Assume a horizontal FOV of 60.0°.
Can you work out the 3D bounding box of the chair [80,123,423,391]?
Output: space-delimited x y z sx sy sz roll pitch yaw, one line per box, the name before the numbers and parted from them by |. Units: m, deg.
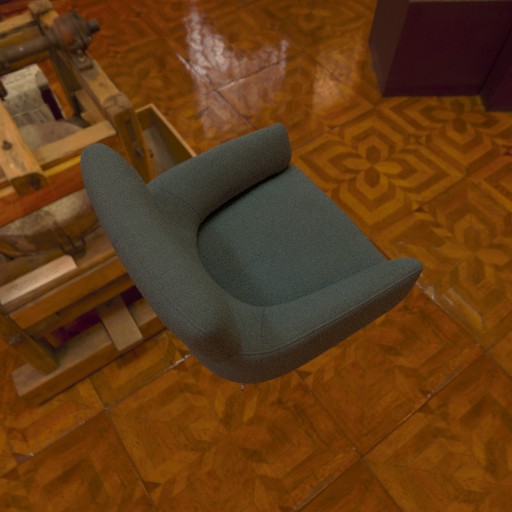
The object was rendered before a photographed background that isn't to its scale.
chair | 0.000 0.000 1.407 0.761 0.813 0.738 -29 62 -17
